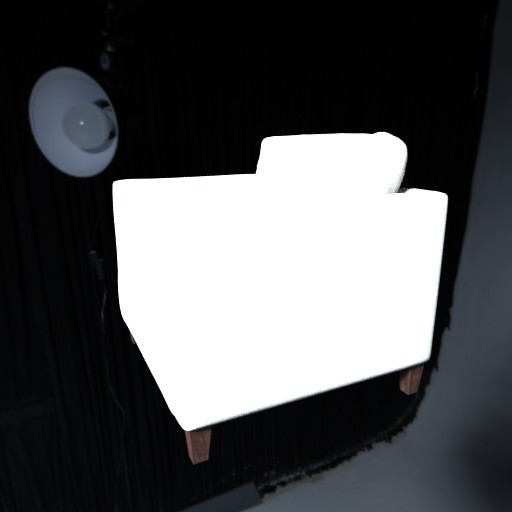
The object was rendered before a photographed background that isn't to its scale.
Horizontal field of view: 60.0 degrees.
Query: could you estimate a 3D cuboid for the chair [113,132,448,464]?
[{"bbox_3d":[0.000,0.000,1.722,0.959,0.919,0.996,-7,16,-25],"label":"chair"}]
